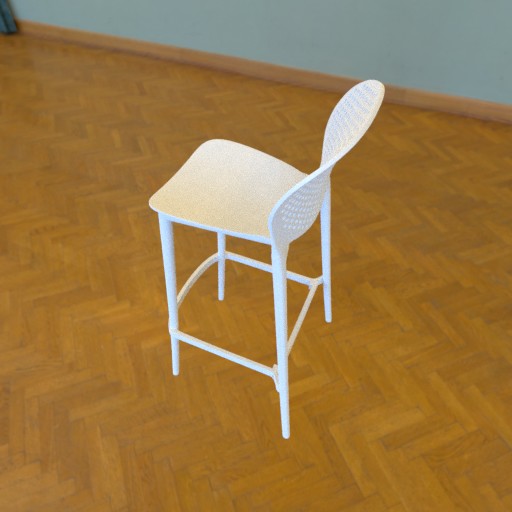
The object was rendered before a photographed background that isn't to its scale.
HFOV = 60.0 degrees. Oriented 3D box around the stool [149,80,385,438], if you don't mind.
[{"bbox_3d":[0.000,0.000,1.330,0.535,1.045,0.536,16,47,16],"label":"stool"}]
